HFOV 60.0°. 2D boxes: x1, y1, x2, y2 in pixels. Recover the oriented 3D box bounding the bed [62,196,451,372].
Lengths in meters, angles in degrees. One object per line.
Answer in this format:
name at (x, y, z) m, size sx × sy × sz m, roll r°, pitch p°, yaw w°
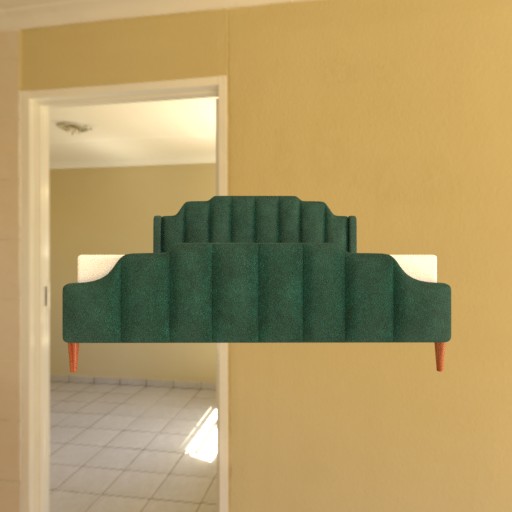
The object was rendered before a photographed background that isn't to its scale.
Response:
bed at (0.000, 0.000, 3.478) m, size 2.074 × 1.245 × 2.340 m, roll 0°, pitch 0°, yaw 0°
